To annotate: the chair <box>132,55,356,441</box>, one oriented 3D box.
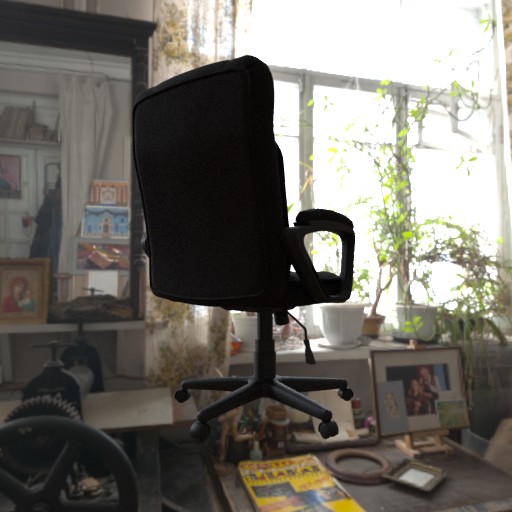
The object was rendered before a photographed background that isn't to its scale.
[{"bbox_3d":[0.000,0.000,1.567,0.667,1.105,0.724,-1,-2,36],"label":"chair"}]
